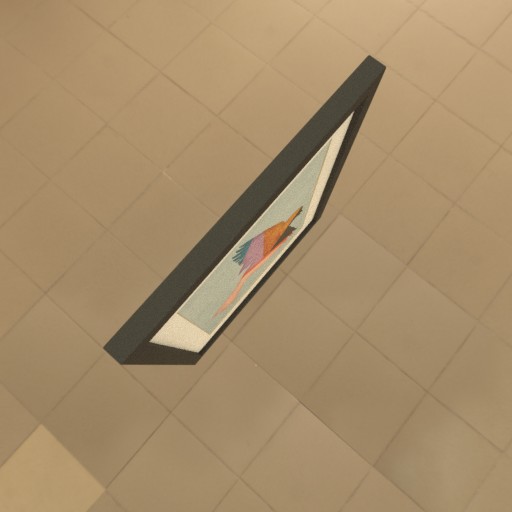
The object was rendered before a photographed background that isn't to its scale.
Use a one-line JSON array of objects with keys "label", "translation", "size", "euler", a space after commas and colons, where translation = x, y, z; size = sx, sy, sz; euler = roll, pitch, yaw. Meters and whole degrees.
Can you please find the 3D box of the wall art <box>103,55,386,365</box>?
[{"label": "wall art", "translation": [0.000, 0.000, 0.764], "size": [0.028, 0.558, 0.457], "euler": [39, 79, 9]}]
